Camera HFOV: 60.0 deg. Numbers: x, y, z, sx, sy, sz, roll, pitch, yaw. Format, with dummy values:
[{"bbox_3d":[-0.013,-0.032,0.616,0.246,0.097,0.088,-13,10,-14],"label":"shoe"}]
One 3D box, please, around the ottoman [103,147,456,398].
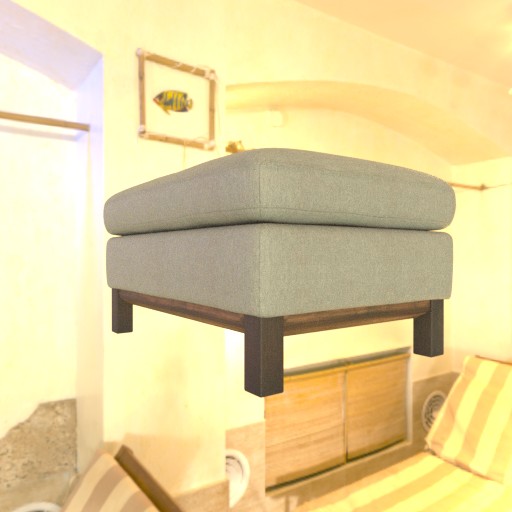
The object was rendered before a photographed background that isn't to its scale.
[{"bbox_3d":[0.000,0.000,1.041,0.528,0.404,0.735,0,0,-36],"label":"ottoman"}]
